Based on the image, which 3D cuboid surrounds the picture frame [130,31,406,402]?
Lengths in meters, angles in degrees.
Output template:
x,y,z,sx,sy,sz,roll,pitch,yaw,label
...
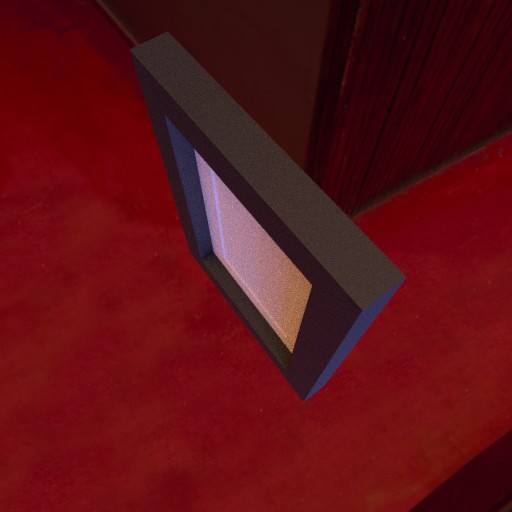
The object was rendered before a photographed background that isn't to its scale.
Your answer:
x,y,z,sx,sy,sz,roll,pitch,yaw,label
0.000,0.000,0.273,0.028,0.208,0.157,-34,68,-15,picture frame
